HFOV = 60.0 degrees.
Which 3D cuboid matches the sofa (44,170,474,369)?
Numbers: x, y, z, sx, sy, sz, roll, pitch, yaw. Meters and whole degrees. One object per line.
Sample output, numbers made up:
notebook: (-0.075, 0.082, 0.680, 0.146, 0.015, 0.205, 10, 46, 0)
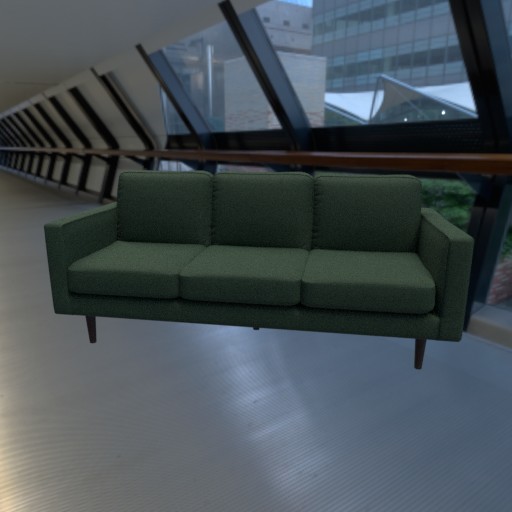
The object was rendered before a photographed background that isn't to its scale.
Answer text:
sofa: (0.000, 0.000, 2.485, 2.029, 0.899, 0.879, 2, 15, 9)
